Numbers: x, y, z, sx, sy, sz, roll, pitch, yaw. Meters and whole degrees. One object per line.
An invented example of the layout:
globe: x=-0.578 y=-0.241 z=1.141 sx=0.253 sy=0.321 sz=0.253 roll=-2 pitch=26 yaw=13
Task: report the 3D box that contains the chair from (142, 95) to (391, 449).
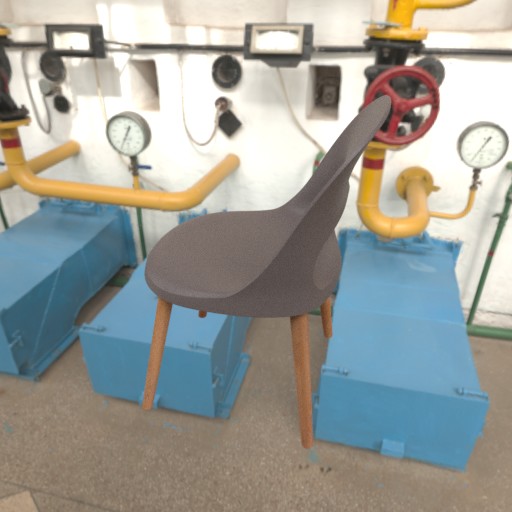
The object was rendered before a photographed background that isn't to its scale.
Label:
chair: x=0.000 y=0.000 z=1.137 sx=0.556 sy=0.794 sz=0.470 roll=8 pitch=31 yaw=13
